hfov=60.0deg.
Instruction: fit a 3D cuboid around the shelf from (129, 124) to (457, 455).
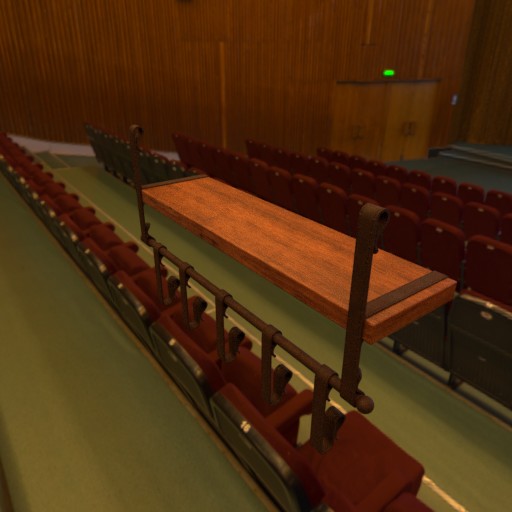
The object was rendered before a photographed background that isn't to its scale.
[{"bbox_3d":[0.000,0.000,0.673,0.146,0.330,0.567,-18,31,-33],"label":"shelf"}]
